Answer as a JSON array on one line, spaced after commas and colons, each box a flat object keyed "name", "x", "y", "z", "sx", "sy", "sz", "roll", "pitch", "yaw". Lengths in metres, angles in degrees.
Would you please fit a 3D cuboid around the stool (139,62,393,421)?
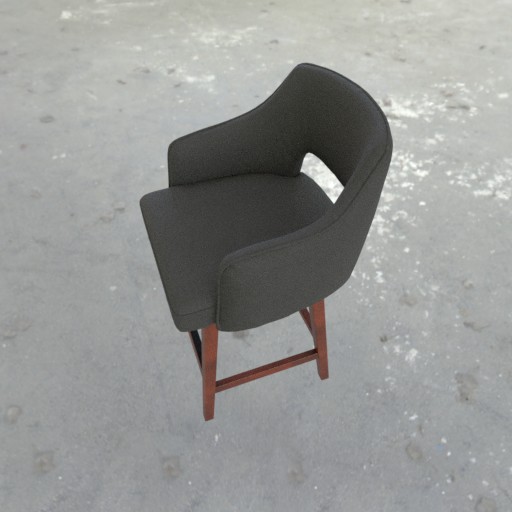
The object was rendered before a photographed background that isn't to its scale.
[{"name": "stool", "x": 0.000, "y": 0.000, "z": 1.278, "sx": 0.558, "sy": 0.912, "sz": 0.548, "roll": -15, "pitch": 48, "yaw": -14}]
